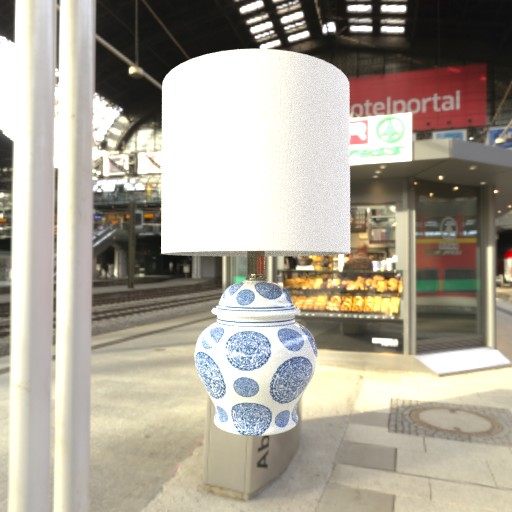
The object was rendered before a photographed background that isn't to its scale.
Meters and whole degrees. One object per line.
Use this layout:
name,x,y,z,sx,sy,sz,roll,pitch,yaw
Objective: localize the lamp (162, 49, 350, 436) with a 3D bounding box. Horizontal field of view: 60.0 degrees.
lamp,0.000,0.000,0.515,0.215,0.381,0.215,0,-1,17
